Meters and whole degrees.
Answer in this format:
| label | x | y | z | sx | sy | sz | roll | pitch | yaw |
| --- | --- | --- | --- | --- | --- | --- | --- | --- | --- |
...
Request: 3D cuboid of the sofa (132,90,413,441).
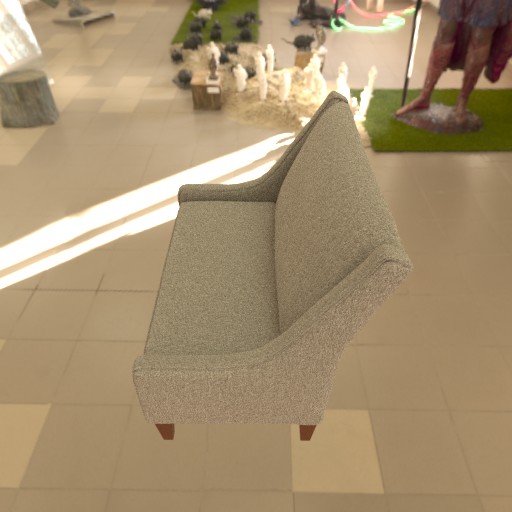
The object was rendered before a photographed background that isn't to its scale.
| label | x | y | z | sx | sy | sz | roll | pitch | yaw |
| --- | --- | --- | --- | --- | --- | --- | --- | --- | --- |
| sofa | 0.000 | 0.000 | 1.957 | 0.862 | 1.026 | 1.242 | 0 | 41 | 0 |
